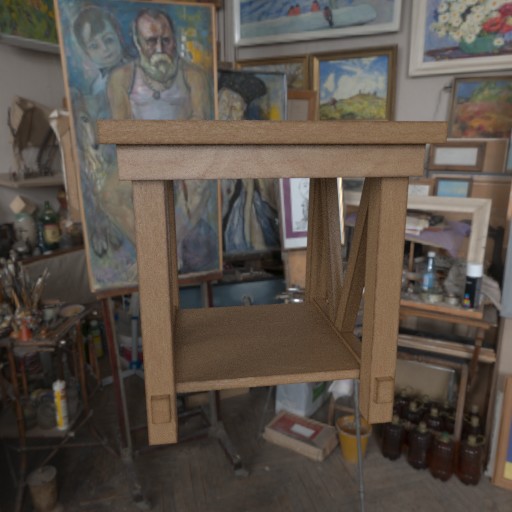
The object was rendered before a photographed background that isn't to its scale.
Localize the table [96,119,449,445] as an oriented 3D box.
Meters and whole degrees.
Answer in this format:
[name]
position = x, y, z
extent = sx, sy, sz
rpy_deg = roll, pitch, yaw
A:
[table]
position = 0.000, 0.000, 1.128
extent = 0.610, 0.638, 0.612
rpy_deg = -2, 15, -8
